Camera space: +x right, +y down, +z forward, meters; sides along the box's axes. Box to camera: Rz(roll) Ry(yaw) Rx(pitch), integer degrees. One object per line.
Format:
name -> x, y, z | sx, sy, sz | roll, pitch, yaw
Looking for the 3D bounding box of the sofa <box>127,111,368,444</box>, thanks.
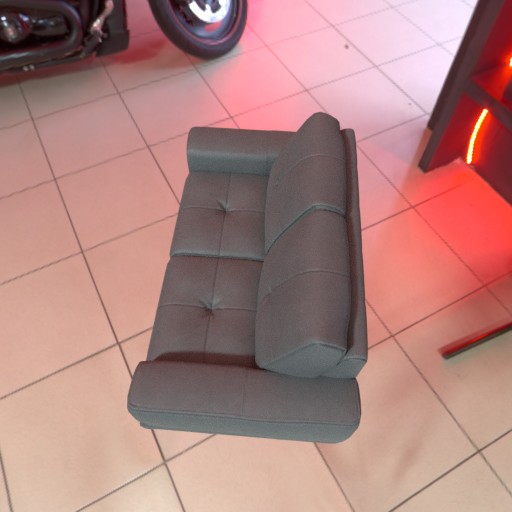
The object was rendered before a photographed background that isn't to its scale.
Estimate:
sofa -> 0.000, 0.000, 2.405 | 1.018, 0.907, 1.806 | 4, 58, 2
